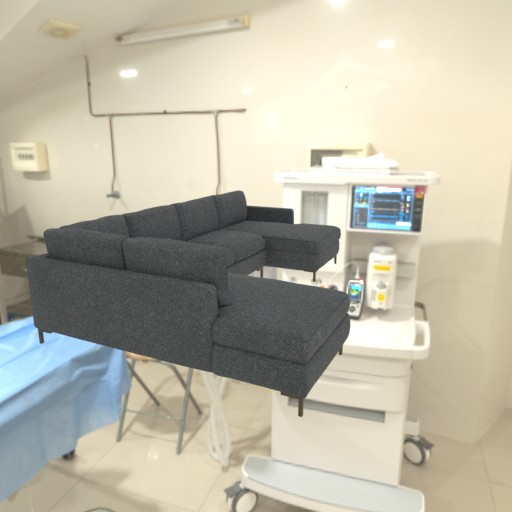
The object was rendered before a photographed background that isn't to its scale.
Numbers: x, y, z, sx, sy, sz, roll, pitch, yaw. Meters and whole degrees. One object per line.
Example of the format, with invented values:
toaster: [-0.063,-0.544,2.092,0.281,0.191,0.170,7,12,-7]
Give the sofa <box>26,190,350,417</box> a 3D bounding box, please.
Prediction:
sofa: [0.000,0.000,3.814,2.007,0.813,2.956,7,16,25]
